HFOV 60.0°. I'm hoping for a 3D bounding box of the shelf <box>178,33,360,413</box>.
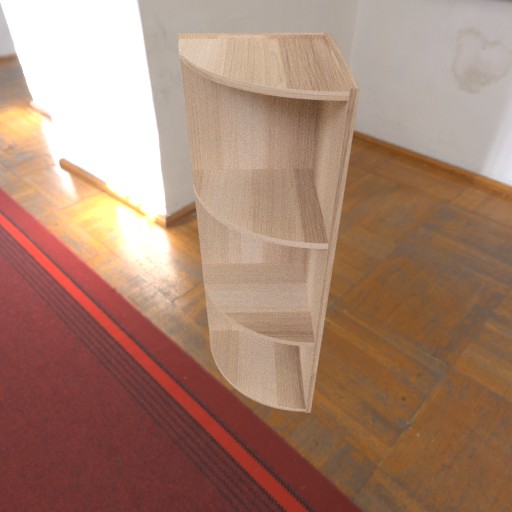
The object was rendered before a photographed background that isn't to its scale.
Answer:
[{"bbox_3d":[0.000,0.000,1.020,0.290,0.872,0.290,-1,41,-1],"label":"shelf"}]
